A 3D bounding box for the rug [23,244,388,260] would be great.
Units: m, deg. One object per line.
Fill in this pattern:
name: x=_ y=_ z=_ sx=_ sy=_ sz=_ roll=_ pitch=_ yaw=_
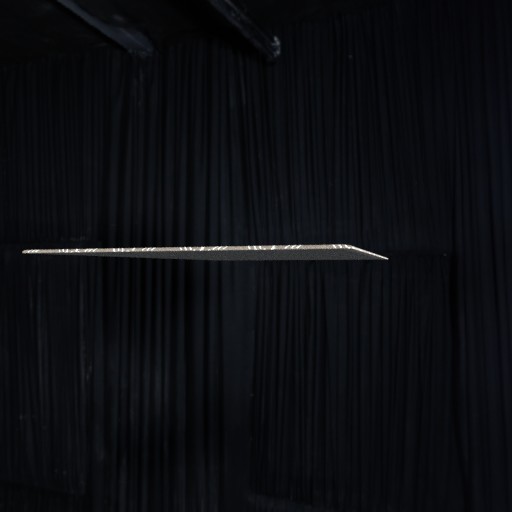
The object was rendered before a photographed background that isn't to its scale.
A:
rug: x=0.000 y=0.000 z=2.341 sx=1.239 sy=0.012 sz=1.836 roll=-1 pitch=-2 yaw=20
